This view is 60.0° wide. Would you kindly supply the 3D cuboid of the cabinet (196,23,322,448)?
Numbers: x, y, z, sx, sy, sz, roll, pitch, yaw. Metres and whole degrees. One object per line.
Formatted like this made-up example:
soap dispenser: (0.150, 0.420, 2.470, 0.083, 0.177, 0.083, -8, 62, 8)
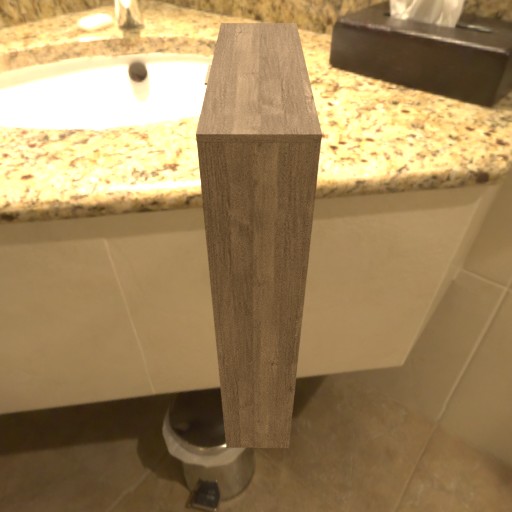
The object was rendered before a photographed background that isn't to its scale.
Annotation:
cabinet: (0.000, 0.000, 1.531, 0.250, 1.280, 0.750, 0, 42, 0)
